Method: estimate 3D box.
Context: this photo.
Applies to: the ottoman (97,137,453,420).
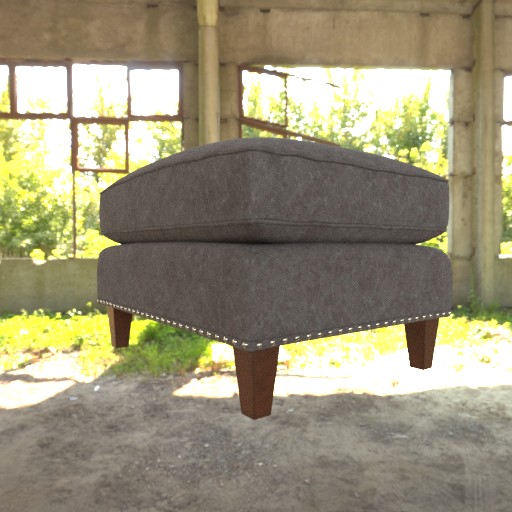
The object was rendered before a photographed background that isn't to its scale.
[{"bbox_3d":[0.000,0.000,1.130,0.584,0.513,0.741,-1,1,-37],"label":"ottoman"}]
